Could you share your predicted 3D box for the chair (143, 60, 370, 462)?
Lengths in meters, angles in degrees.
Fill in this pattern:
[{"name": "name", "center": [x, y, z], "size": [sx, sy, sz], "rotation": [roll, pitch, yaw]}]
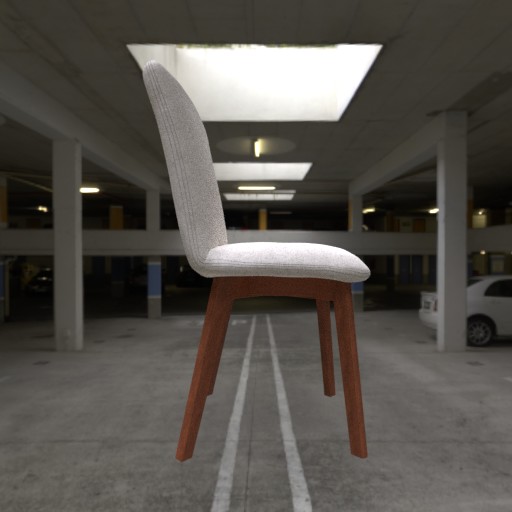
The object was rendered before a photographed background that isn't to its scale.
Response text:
[{"name": "chair", "center": [0.000, 0.000, 1.303], "size": [0.563, 0.974, 0.522], "rotation": [0, 1, 0]}]
